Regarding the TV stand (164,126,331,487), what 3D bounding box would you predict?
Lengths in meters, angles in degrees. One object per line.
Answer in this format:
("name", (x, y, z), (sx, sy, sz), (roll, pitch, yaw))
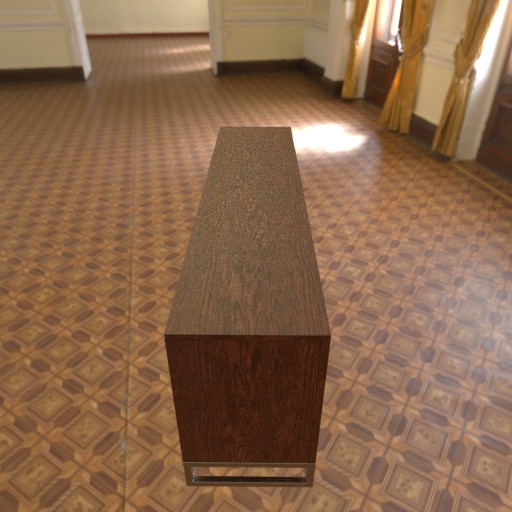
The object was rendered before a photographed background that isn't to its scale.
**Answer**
("TV stand", (0.000, 0.000, 1.756), (0.382, 0.578, 1.541), (0, 32, 1))
